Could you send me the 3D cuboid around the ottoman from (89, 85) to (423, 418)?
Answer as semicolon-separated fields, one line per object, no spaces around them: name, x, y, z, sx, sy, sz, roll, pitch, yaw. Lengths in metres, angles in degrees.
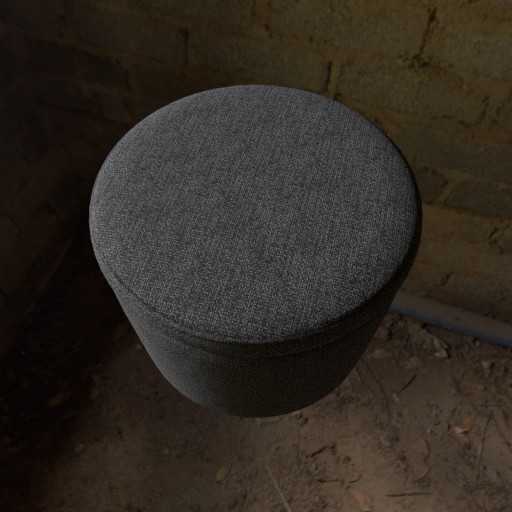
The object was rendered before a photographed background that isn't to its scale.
ottoman;0.000;0.000;0.852;0.520;0.430;0.520;0;57;0
